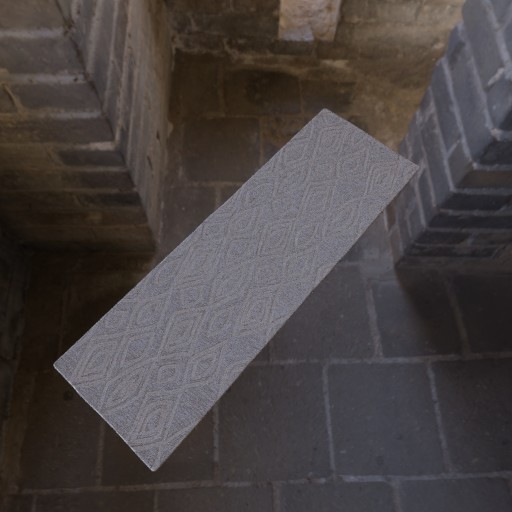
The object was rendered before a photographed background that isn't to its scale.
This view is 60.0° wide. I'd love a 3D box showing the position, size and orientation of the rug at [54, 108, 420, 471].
[{"bbox_3d":[0.000,0.000,2.678,0.807,0.013,2.436,38,70,16],"label":"rug"}]
